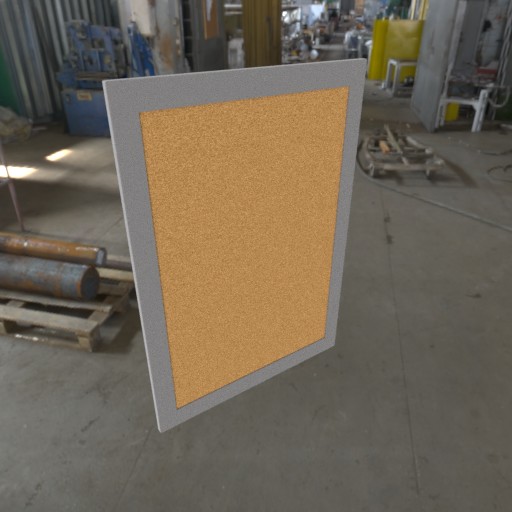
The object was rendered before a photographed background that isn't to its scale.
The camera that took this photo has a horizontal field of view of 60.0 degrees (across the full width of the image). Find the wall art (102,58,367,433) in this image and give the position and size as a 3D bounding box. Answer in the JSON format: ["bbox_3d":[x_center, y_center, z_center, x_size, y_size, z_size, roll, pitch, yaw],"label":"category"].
[{"bbox_3d":[0.000,0.000,0.672,0.374,0.529,0.012,-19,35,-29],"label":"wall art"}]
